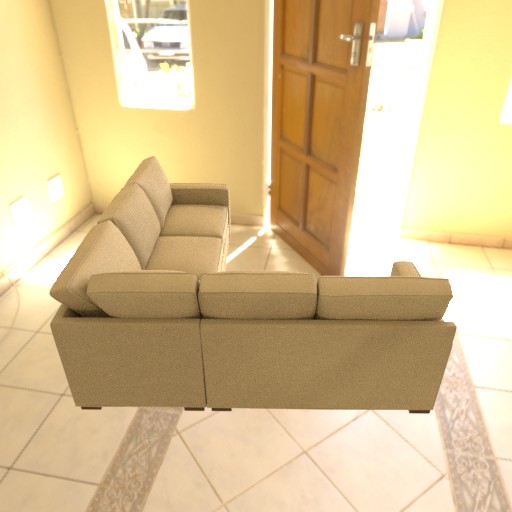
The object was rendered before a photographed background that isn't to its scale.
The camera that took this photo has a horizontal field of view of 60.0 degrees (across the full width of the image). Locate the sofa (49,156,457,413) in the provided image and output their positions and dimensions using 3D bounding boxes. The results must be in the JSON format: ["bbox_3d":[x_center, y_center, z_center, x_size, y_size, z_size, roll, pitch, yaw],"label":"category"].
[{"bbox_3d":[0.000,0.000,3.397,2.182,0.939,2.189,0,31,1],"label":"sofa"}]
